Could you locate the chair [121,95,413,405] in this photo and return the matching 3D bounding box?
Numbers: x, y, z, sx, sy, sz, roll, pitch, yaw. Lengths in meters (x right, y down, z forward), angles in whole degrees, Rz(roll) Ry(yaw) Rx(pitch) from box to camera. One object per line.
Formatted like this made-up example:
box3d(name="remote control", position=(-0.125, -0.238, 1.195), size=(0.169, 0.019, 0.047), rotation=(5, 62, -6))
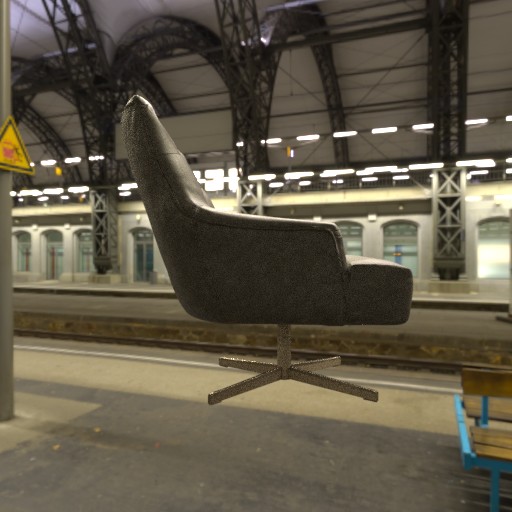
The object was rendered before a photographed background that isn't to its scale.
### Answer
box3d(name="chair", position=(0.000, 0.000, 1.528), size=(0.874, 0.870, 0.738), rotation=(0, 0, -1))
